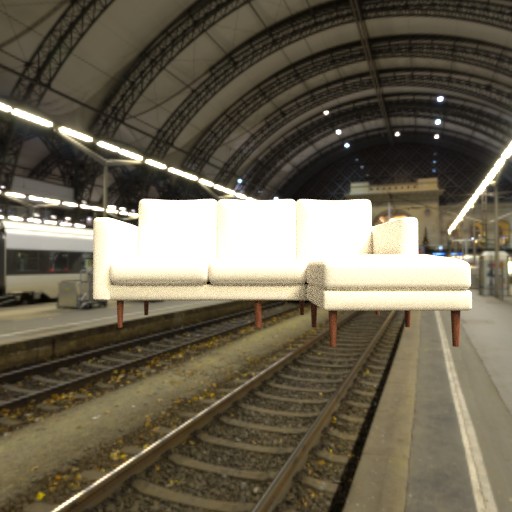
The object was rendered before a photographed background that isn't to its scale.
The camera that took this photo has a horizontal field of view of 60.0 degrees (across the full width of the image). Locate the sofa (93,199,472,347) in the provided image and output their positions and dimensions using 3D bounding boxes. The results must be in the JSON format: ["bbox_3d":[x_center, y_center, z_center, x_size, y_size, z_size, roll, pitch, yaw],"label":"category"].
[{"bbox_3d":[0.000,0.000,2.856,2.029,0.899,1.580,0,-1,0],"label":"sofa"}]
